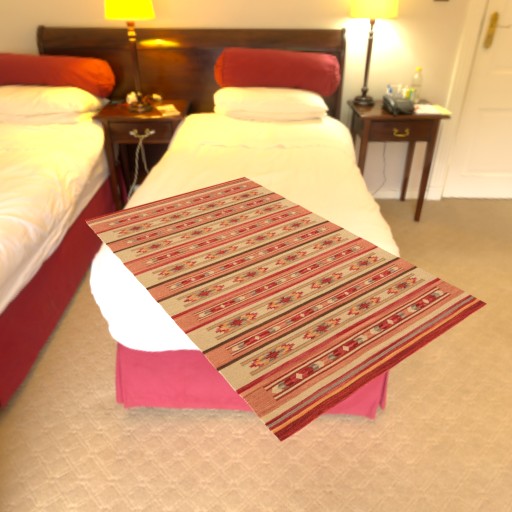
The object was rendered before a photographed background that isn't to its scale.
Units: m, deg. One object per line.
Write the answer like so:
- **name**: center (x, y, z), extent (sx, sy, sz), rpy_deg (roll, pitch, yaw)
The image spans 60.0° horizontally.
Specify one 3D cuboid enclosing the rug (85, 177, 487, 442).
- **rug**: center (0.000, 0.000, 3.010), extent (1.535, 0.010, 2.431), rpy_deg (-21, 37, -30)
